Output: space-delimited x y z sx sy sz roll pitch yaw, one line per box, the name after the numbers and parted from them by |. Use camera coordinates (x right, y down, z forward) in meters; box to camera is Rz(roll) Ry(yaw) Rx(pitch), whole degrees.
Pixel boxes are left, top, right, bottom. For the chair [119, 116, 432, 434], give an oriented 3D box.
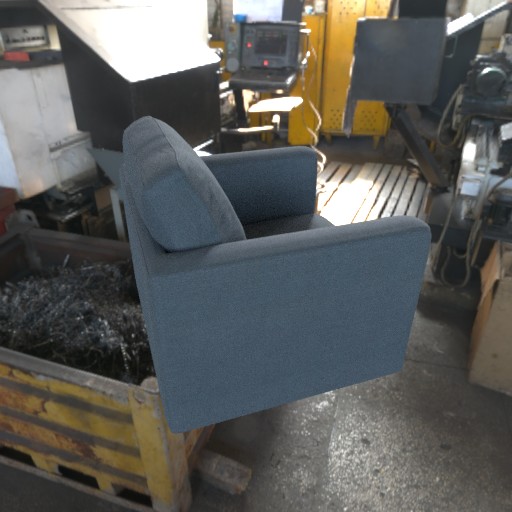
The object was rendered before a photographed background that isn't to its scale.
0.000 0.000 1.572 0.820 0.922 0.855 -10 32 -17 | chair
